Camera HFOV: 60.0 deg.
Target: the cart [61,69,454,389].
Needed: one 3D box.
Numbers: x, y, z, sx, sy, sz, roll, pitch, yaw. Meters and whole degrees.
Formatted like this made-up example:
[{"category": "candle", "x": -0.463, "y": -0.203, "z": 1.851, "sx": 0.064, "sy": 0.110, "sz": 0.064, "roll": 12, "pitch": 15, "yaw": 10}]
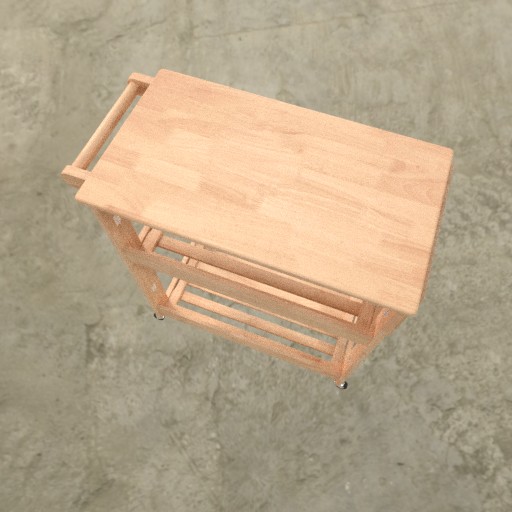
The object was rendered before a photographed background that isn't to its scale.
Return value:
[{"category": "cart", "x": 0.000, "y": 0.000, "z": 1.390, "sx": 0.853, "sy": 0.879, "sz": 0.432, "roll": 19, "pitch": 65, "yaw": 9}]
